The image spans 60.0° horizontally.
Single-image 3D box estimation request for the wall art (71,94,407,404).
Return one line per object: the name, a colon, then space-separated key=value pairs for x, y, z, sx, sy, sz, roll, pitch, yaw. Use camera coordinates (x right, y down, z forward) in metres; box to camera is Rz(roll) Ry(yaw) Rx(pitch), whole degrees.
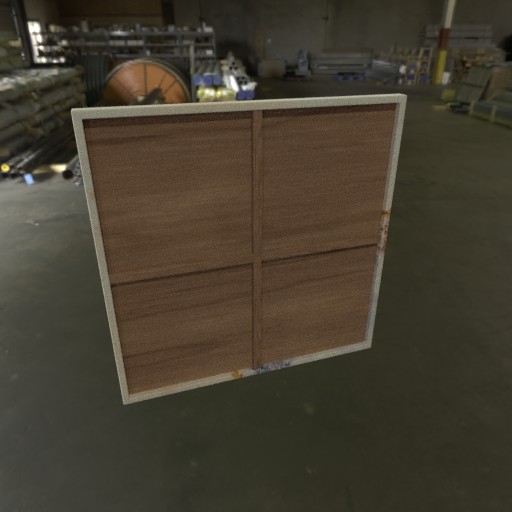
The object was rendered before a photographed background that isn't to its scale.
wall art: x=0.000 y=0.000 z=1.337 sx=0.889 sy=0.889 sz=0.038 roll=-9 pitch=28 yaw=-17
